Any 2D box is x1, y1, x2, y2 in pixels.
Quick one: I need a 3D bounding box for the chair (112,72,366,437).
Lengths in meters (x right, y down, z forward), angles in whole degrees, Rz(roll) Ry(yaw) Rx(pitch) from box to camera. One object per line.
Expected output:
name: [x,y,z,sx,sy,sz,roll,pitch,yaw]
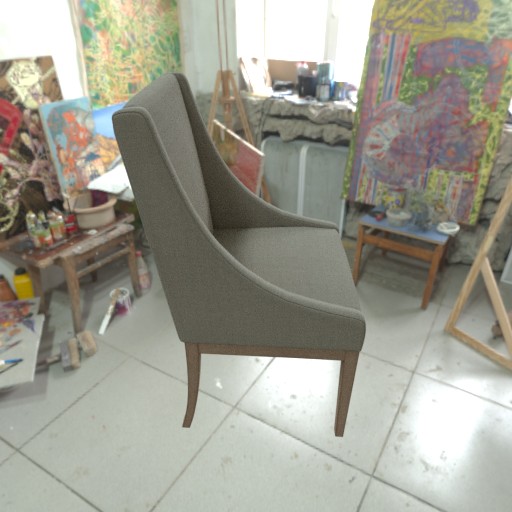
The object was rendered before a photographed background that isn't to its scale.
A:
chair: [0.000,0.000,1.407,0.611,1.021,0.575,1,31,1]
